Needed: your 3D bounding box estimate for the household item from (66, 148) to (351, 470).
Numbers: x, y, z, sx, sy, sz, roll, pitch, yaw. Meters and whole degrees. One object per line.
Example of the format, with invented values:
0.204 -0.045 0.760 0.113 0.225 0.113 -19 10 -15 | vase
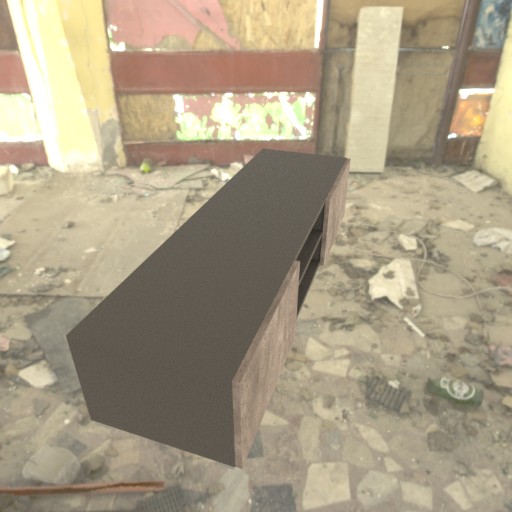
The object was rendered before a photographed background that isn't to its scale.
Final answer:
0.000 0.000 1.583 0.420 0.310 1.400 10 33 16 | household item
